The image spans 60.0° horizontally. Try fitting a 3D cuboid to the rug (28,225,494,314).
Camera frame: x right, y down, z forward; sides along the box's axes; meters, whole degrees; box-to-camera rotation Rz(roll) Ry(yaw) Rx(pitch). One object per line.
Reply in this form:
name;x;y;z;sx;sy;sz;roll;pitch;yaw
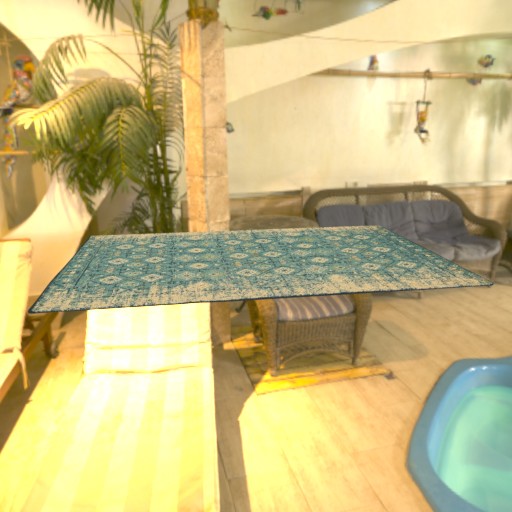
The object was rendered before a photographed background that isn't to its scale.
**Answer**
rug;0.000;0.000;2.994;2.449;0.015;1.530;-3;17;-9
